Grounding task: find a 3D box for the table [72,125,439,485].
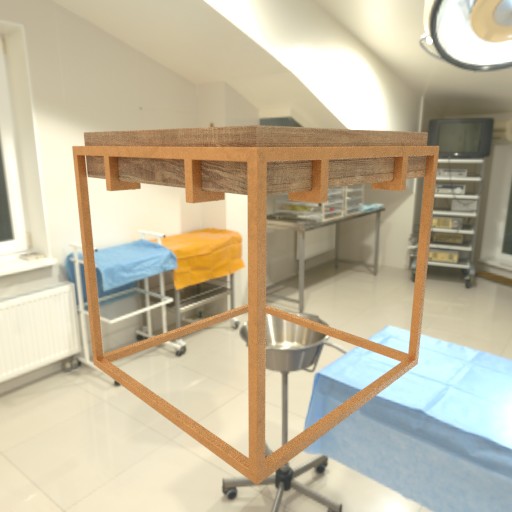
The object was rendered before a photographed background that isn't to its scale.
[{"bbox_3d":[0.000,0.000,1.086,0.599,0.584,0.599,14,20,43],"label":"table"}]
